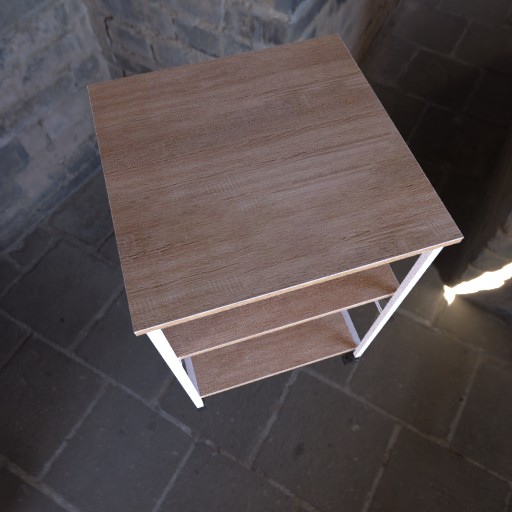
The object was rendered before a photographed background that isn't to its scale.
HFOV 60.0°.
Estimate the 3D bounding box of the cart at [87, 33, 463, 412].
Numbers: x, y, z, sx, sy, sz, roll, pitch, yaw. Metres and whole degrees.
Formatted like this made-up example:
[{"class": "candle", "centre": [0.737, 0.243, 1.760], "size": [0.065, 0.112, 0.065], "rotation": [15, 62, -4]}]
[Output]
[{"class": "cart", "centre": [0.000, 0.000, 1.111], "size": [0.521, 0.762, 0.520], "rotation": [-15, 63, -8]}]
